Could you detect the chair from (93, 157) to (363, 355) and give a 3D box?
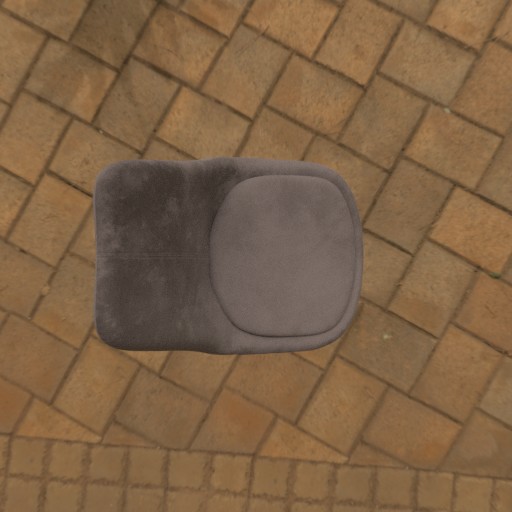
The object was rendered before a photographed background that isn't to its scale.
[{"bbox_3d":[0.000,0.000,1.163,0.550,0.850,0.485,0,90,1],"label":"chair"}]
